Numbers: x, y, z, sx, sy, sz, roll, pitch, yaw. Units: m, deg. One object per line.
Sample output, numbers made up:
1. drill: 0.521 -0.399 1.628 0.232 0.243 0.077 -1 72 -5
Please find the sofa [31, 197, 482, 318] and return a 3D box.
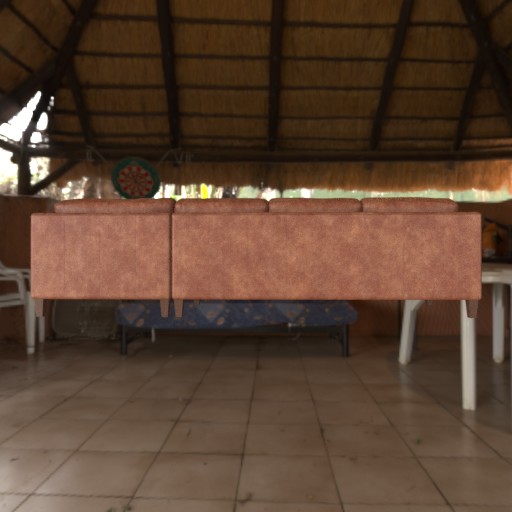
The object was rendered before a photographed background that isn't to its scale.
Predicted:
1. sofa: 0.000 0.000 3.917 3.203 0.883 1.581 0 0 1
